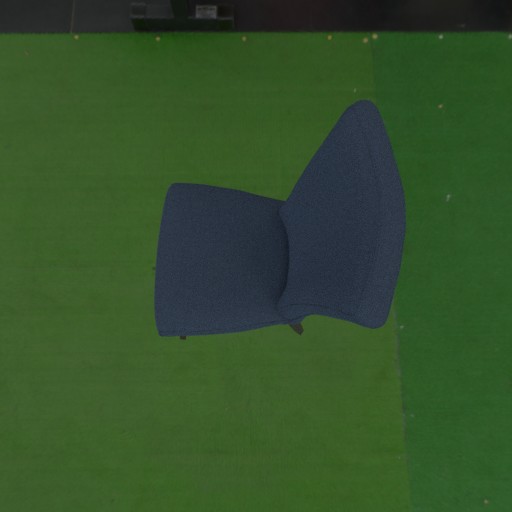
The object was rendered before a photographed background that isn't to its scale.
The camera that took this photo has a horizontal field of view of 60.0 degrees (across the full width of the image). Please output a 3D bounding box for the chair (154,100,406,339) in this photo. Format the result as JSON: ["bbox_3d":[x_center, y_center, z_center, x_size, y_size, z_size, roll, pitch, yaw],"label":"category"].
[{"bbox_3d":[0.000,0.000,1.418,0.660,0.991,0.520,2,76,0],"label":"chair"}]
